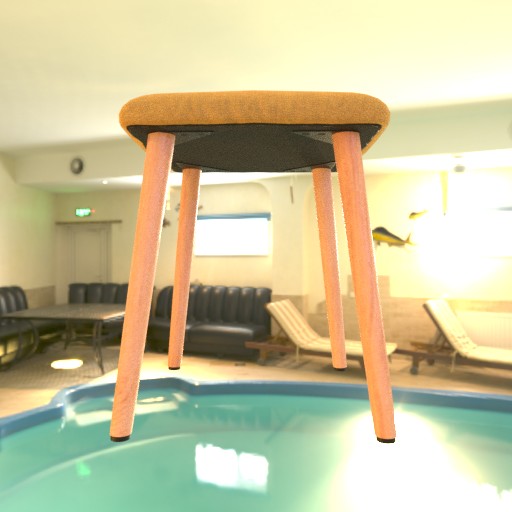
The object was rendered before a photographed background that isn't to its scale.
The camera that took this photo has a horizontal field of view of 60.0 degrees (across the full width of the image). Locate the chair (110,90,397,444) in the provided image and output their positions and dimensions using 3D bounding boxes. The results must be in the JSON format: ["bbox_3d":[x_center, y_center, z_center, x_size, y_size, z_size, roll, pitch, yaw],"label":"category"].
[{"bbox_3d":[0.000,0.000,0.695,0.350,0.440,0.350,0,0,1],"label":"chair"}]
